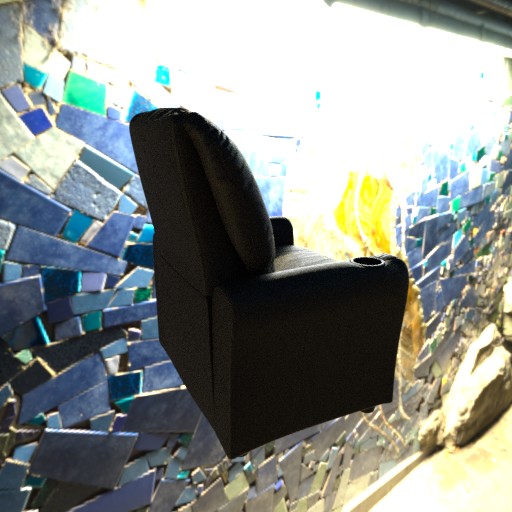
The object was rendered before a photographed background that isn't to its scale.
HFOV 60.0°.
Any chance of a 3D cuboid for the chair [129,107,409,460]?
[{"bbox_3d":[0.000,0.000,1.123,0.521,0.709,0.610,-8,18,-25],"label":"chair"}]
